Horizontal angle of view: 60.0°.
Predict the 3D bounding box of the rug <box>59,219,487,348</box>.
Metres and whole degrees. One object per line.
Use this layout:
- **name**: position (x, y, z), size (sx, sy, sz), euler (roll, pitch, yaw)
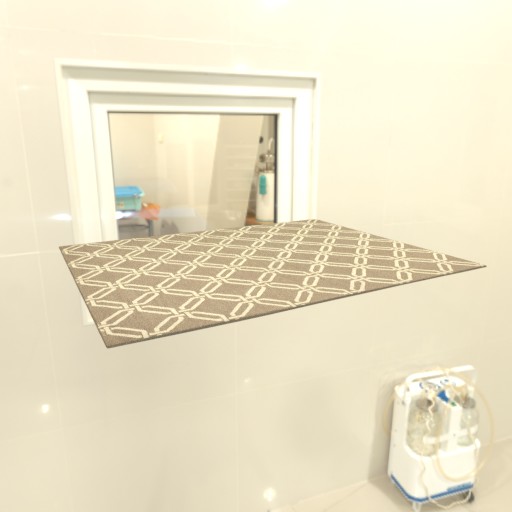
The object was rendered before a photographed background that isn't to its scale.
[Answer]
- **rug**: position (0.000, 0.000, 3.786), size (2.895, 0.018, 2.288), euler (-8, 17, -28)
